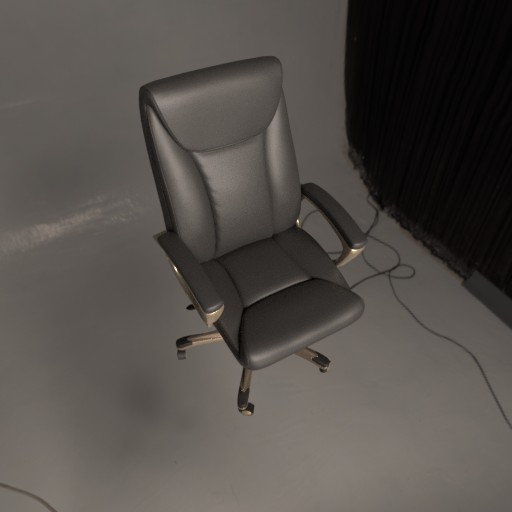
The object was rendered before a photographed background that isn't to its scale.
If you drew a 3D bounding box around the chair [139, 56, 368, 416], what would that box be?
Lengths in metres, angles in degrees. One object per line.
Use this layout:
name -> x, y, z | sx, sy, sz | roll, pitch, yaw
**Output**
chair -> 0.000, 0.000, 1.640 | 0.694, 1.188, 0.748 | -22, 49, -20
